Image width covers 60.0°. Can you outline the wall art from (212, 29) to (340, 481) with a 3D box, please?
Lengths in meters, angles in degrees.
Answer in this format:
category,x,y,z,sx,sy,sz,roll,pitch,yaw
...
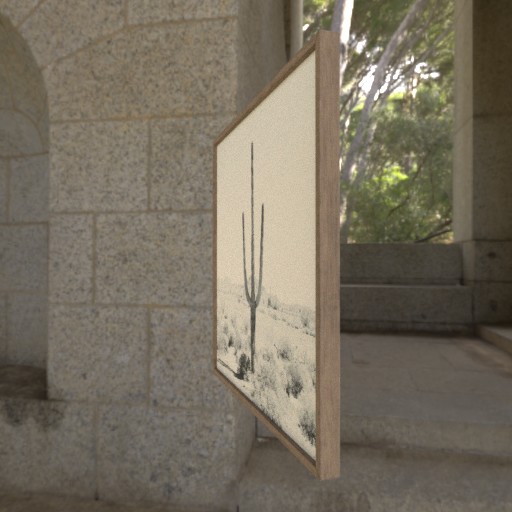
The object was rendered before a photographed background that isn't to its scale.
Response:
category,x,y,z,sx,sy,sz,roll,pitch,yaw
wall art,0.000,0.000,1.112,0.038,0.762,0.762,0,0,-19
